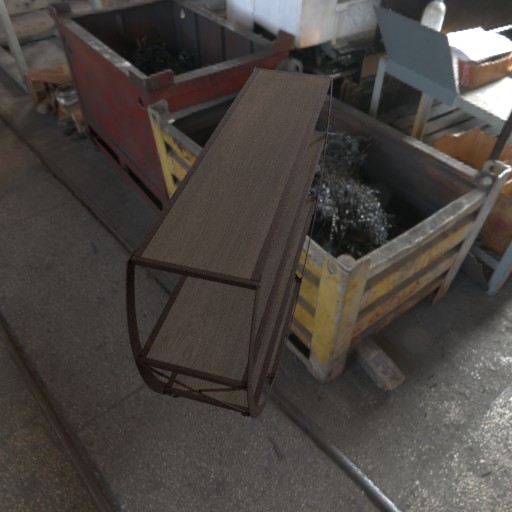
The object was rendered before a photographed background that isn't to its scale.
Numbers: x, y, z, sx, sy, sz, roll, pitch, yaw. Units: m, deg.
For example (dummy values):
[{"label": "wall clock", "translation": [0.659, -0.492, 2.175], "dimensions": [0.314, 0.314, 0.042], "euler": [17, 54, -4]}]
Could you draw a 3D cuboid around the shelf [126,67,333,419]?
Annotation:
[{"label": "shelf", "translation": [0.000, 0.000, 1.867], "dimensions": [0.344, 1.063, 1.403], "euler": [11, 47, 11]}]
